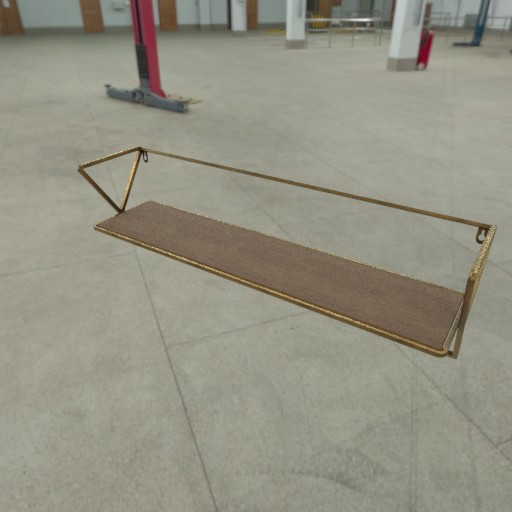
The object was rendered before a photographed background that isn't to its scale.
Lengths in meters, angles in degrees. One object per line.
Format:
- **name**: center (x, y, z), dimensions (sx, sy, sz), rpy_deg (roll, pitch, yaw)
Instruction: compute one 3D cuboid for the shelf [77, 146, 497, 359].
- **shelf**: center (0.000, 0.000, 0.725), dimensions (0.645, 0.229, 0.150), rpy_deg (18, 35, 28)
